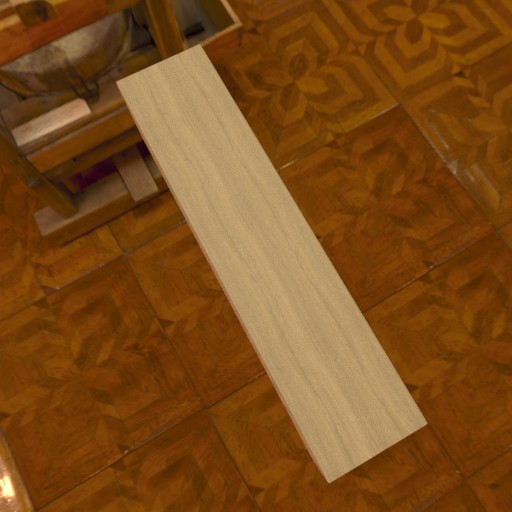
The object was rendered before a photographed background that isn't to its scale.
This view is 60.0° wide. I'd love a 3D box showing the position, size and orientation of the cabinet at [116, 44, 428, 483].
[{"bbox_3d":[0.000,0.000,2.501,0.499,0.779,2.198,-28,77,-7],"label":"cabinet"}]
